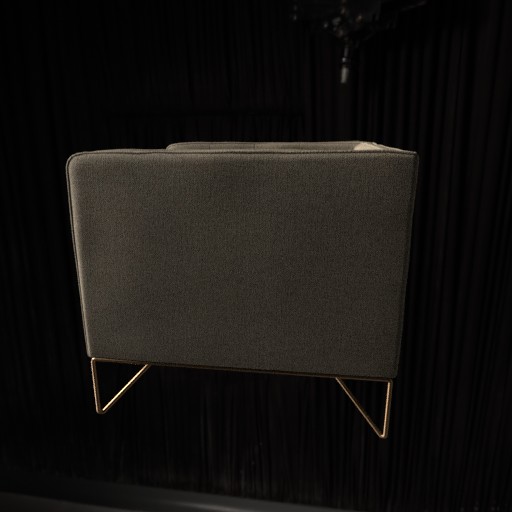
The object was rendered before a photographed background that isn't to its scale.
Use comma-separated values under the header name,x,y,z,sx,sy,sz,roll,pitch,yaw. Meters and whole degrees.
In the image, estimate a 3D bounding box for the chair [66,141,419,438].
name,x,y,z,sx,sy,sz,roll,pitch,yaw
chair,0.000,0.000,1.623,0.912,0.799,0.920,2,16,7
